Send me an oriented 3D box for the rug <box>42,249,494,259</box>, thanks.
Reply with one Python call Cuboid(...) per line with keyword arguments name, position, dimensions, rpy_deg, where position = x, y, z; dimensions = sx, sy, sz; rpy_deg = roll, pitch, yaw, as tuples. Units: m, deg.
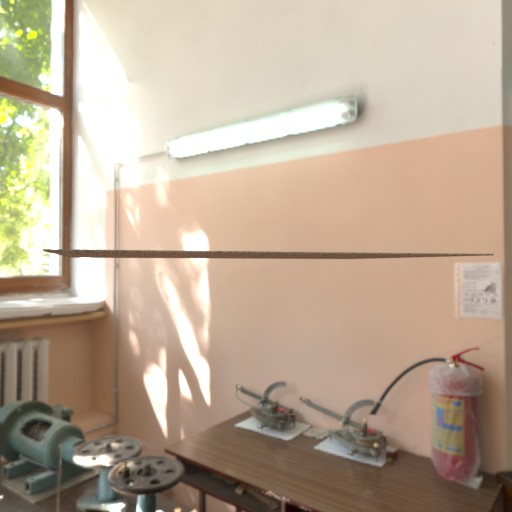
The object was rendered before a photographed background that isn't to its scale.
Cuboid(name="rug", position=(0.000, 0.000, 2.253), dimensions=(1.827, 0.007, 1.211), rpy_deg=(0, -1, -19))
